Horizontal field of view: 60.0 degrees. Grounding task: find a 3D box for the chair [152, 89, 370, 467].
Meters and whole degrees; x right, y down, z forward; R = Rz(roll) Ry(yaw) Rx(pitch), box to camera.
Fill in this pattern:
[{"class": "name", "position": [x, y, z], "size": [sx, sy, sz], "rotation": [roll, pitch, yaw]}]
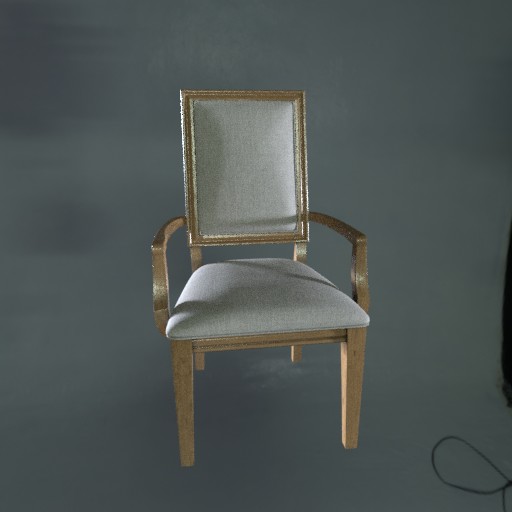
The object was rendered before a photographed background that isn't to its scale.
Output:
[{"class": "chair", "position": [0.000, 0.000, 1.371], "size": [0.606, 0.990, 0.602], "rotation": [-3, 18, -8]}]
